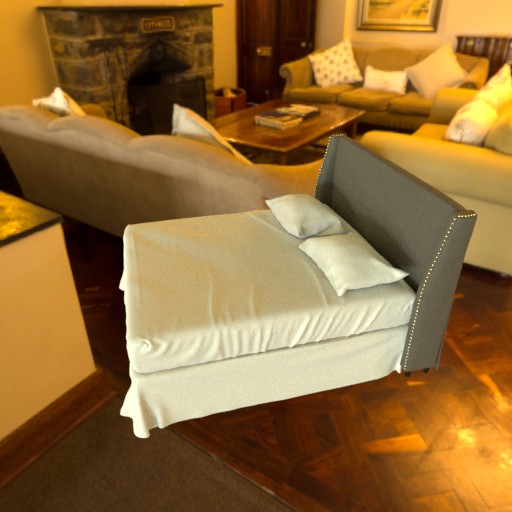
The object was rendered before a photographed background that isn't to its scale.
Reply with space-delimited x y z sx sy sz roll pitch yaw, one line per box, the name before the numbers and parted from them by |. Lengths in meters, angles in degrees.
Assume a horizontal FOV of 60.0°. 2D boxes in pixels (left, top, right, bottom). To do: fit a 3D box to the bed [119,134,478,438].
bed | 0.000 0.000 3.508 2.276 1.332 1.925 -8 31 -13
